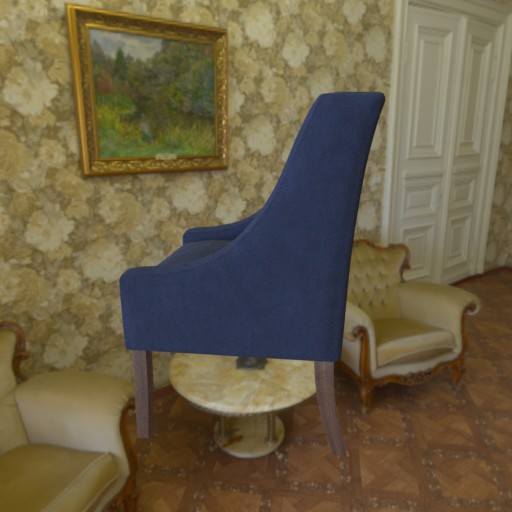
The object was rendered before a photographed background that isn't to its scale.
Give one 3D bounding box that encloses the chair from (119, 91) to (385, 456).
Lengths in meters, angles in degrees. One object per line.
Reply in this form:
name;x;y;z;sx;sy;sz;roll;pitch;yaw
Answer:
chair;0.000;0.000;1.356;0.629;0.895;0.629;2;14;7
